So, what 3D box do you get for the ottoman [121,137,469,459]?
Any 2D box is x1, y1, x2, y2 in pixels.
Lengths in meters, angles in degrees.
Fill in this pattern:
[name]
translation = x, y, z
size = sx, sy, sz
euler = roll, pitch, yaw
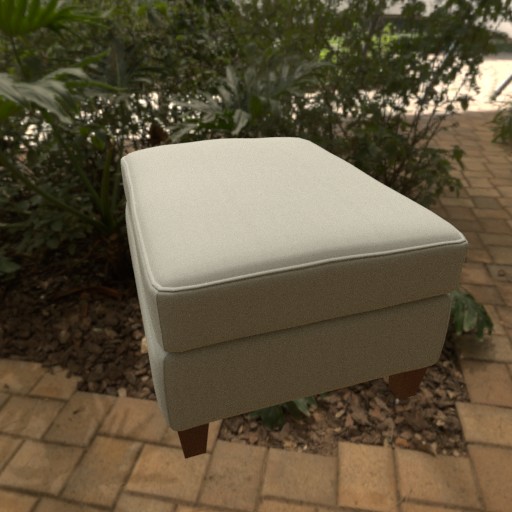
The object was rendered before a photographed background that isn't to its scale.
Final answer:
[ottoman]
translation = 0.000, 0.000, 1.189
size = 0.634, 0.496, 0.818
euler = -9, 30, -16
